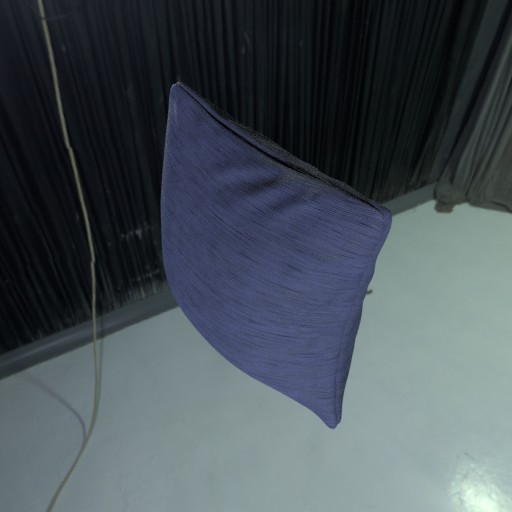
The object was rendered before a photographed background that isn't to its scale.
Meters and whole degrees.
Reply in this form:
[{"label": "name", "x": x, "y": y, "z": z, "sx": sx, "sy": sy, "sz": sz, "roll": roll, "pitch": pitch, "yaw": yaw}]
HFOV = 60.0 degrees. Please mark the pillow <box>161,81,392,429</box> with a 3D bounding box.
[{"label": "pillow", "x": 0.000, "y": 0.000, "z": 0.685, "sx": 0.246, "sy": 0.414, "sz": 0.432, "roll": -26, "pitch": 48, "yaw": -26}]
